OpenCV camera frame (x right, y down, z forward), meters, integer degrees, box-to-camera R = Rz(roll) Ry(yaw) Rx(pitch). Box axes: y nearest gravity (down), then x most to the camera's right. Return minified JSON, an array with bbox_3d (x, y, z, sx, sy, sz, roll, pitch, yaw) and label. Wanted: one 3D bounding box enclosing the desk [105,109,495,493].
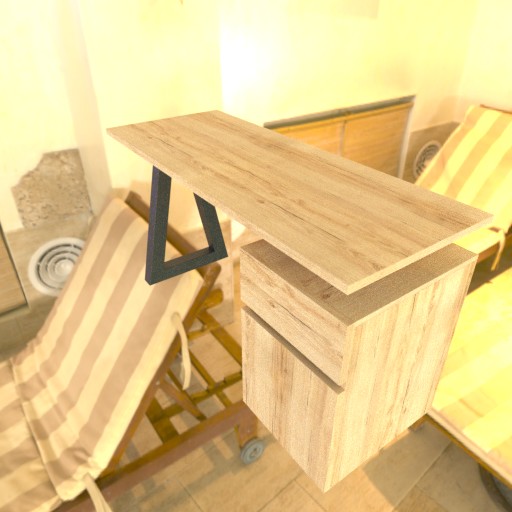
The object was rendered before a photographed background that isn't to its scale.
[{"bbox_3d":[0.000,0.000,1.720,0.550,0.760,1.400,-21,37,-30],"label":"desk"}]
